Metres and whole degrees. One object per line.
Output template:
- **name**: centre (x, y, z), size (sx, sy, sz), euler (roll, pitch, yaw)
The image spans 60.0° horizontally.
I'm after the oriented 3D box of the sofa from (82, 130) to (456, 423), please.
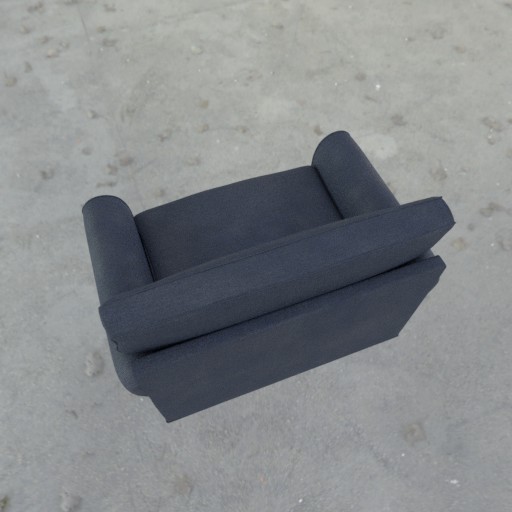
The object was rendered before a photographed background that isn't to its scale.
- **sofa**: centre (0.000, 0.000, 2.060), size (1.405, 1.004, 0.938), euler (-18, 60, -11)
